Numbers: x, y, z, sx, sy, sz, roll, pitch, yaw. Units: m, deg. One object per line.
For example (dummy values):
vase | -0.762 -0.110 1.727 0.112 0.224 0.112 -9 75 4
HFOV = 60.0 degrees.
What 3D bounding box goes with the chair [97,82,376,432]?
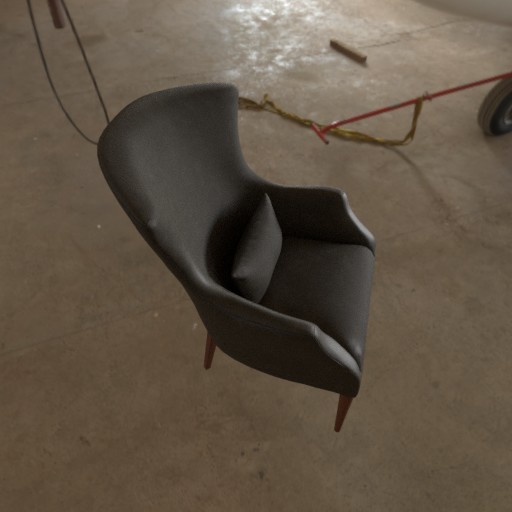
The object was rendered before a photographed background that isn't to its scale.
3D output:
chair | 0.000 0.000 1.738 0.954 1.068 0.819 11 48 10
